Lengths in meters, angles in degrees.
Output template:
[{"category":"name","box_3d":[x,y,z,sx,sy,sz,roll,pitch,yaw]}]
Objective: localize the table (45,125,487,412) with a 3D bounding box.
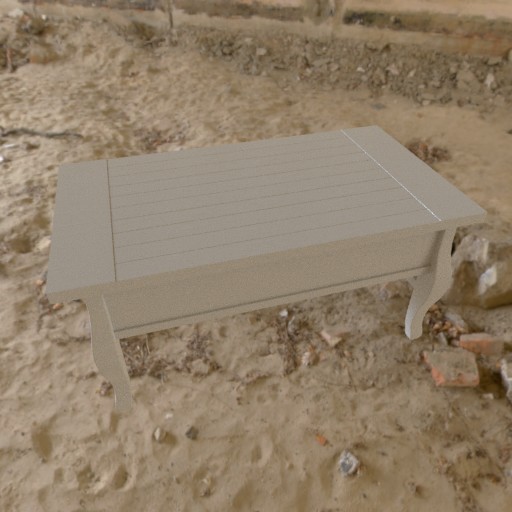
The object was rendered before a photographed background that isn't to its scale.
[{"category":"table","box_3d":[0.000,0.000,1.388,1.062,0.495,0.600,-10,40,-13]}]
